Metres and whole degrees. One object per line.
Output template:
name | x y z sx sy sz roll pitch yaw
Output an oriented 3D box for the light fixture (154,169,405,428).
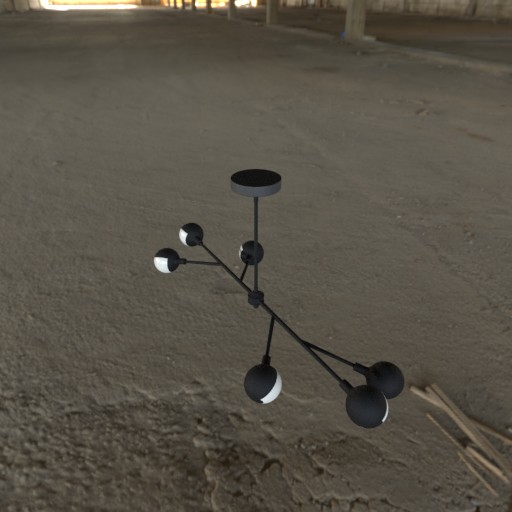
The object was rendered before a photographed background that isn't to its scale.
light fixture | 0.000 0.000 0.972 0.434 0.362 0.778 -8 31 -13
